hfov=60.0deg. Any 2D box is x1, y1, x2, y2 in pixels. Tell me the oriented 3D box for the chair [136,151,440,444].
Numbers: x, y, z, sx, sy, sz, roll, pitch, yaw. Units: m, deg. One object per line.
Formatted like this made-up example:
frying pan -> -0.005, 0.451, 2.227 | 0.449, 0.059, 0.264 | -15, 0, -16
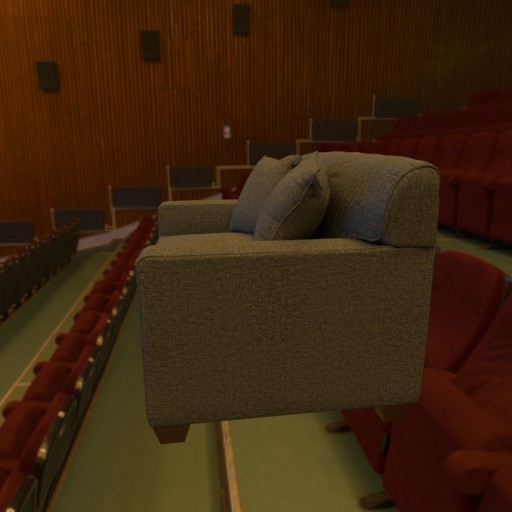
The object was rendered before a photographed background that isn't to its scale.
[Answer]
chair -> 0.000, 0.000, 2.051 | 1.000, 0.948, 1.383 | -2, 14, -9
